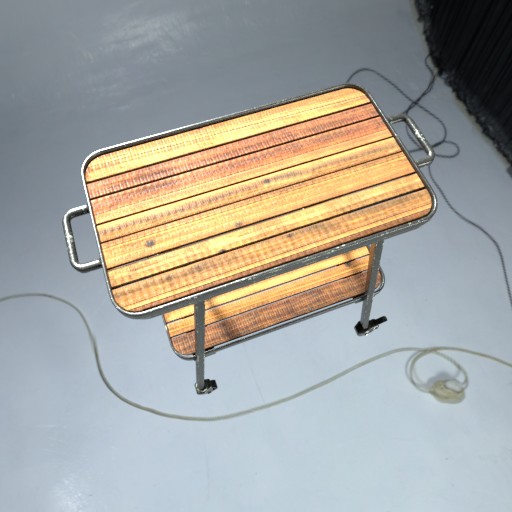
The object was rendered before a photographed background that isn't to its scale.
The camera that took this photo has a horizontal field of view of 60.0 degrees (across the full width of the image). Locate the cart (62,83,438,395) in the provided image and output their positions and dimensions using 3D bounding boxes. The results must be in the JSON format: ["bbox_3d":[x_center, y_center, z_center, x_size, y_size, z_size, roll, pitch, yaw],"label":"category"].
[{"bbox_3d":[0.000,0.000,1.253,0.806,0.700,0.515,-18,65,-9],"label":"cart"}]
